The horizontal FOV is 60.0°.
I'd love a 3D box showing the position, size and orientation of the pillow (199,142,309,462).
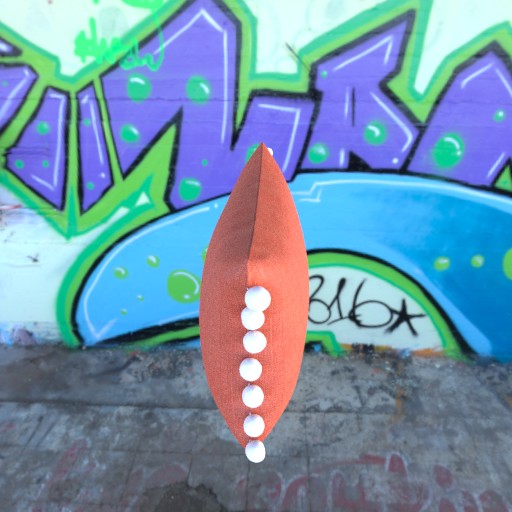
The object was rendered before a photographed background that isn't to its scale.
[{"bbox_3d":[0.000,0.000,0.855,0.201,0.322,0.709,1,27,2],"label":"pillow"}]
